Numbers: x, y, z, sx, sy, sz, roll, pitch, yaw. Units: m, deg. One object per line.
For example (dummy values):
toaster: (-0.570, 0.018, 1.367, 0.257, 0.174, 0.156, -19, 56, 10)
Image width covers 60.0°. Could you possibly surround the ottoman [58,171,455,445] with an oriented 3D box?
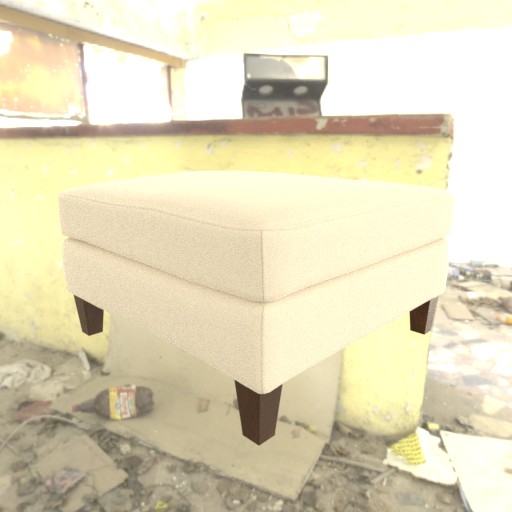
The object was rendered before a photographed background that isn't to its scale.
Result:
ottoman: (0.000, 0.000, 1.314, 0.838, 0.479, 0.838, 14, 20, 43)
